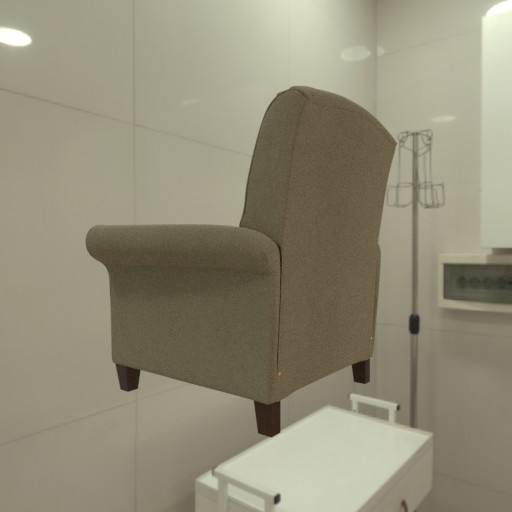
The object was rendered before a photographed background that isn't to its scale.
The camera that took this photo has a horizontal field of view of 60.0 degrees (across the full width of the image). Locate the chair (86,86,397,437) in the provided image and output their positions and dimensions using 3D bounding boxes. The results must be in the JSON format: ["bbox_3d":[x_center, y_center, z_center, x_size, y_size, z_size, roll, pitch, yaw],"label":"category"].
[{"bbox_3d":[0.000,0.000,1.784,0.905,1.061,0.978,1,1,38],"label":"chair"}]
